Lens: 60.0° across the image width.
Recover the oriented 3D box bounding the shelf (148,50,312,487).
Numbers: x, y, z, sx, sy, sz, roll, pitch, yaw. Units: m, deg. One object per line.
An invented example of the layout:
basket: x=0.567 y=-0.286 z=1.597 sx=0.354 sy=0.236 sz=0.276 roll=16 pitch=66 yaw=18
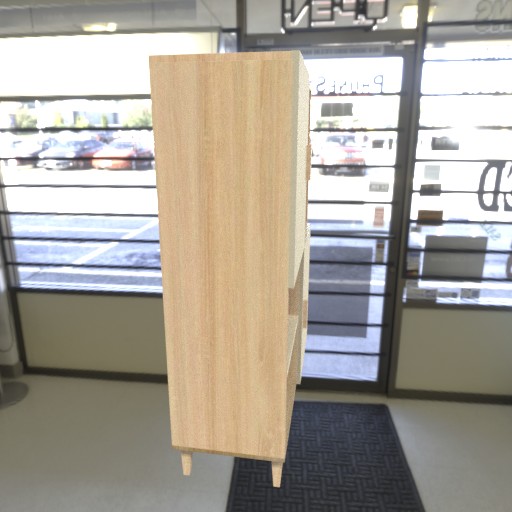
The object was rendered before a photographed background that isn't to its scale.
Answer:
shelf: x=0.000 y=0.000 z=1.844 sx=0.434 sy=1.405 sz=0.995 roll=3 pitch=16 yaw=9
